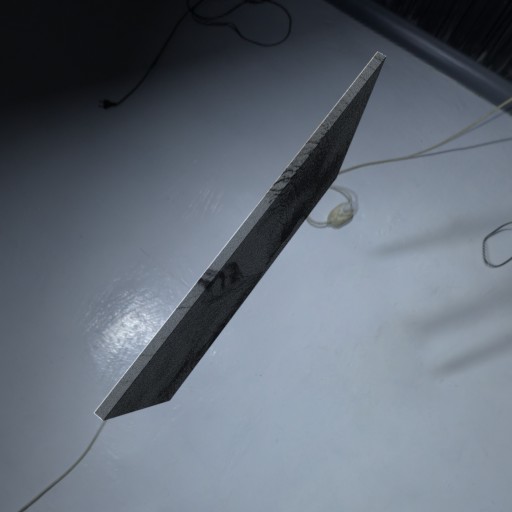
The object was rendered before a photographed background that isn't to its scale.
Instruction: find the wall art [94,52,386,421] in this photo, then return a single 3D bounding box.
[{"bbox_3d":[0.000,0.000,1.150,0.023,0.607,0.914,35,78,9],"label":"wall art"}]
